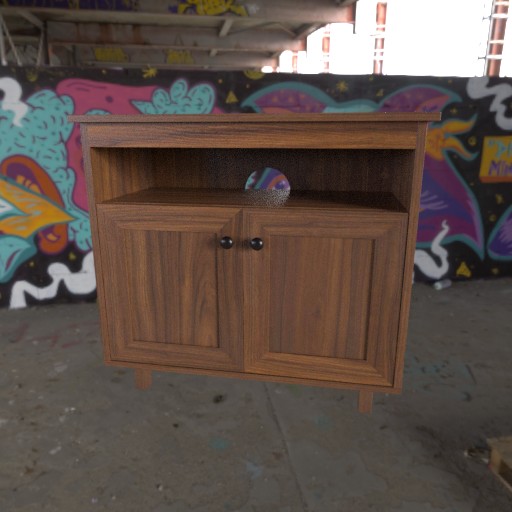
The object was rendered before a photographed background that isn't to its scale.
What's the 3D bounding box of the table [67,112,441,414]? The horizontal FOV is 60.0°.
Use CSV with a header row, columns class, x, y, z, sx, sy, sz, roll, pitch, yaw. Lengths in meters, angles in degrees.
class,x,y,z,sx,sy,sz,roll,pitch,yaw
table,0.000,0.000,1.207,0.802,0.725,0.390,3,16,10
